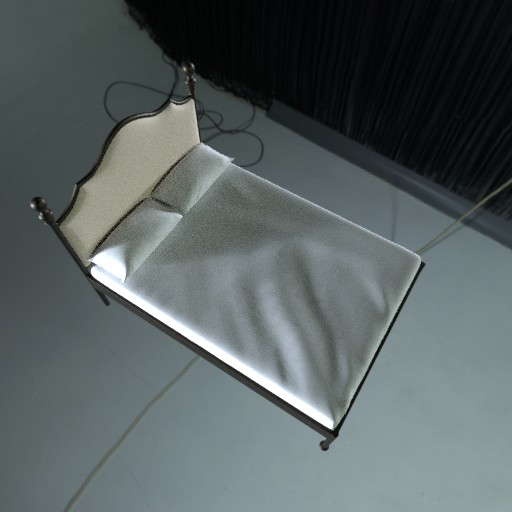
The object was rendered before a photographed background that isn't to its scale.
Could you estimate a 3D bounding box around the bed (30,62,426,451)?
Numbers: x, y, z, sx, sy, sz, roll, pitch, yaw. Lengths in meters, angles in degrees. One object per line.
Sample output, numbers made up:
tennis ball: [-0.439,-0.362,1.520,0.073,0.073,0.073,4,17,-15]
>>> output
bed: [0.000,0.000,3.191,2.170,1.462,1.533,29,64,16]
